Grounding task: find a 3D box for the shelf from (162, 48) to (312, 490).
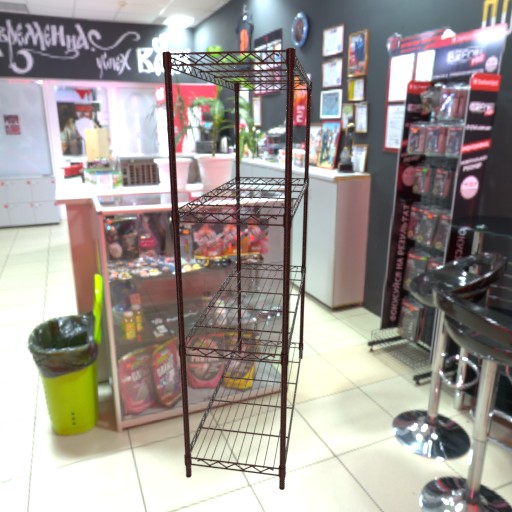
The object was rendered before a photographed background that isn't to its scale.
[{"bbox_3d":[0.000,0.000,1.748,0.352,1.361,0.907,3,17,9],"label":"shelf"}]
